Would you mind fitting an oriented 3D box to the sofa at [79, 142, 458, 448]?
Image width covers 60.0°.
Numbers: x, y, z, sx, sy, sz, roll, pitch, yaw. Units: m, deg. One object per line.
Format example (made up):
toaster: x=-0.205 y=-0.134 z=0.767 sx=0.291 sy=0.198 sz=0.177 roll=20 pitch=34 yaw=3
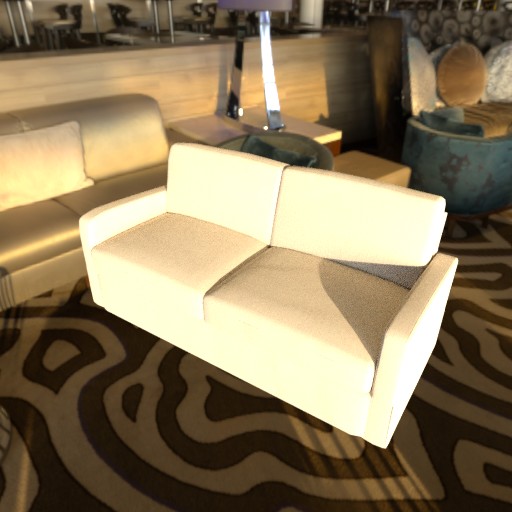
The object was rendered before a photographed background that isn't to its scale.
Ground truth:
sofa: x=0.000 y=0.000 z=2.310 sx=1.808 sy=0.831 sz=0.894 roll=19 pitch=35 yaw=29
